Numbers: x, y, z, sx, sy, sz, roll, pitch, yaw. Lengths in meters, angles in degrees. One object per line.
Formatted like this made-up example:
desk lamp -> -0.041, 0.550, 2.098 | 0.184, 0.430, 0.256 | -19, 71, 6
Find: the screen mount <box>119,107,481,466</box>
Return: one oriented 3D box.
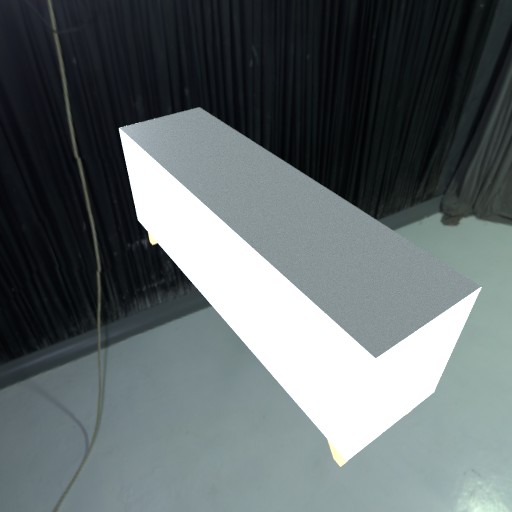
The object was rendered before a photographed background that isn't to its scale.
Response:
screen mount -> 0.000, 0.000, 1.741 | 0.400, 0.619, 1.490 | -24, 46, -26
